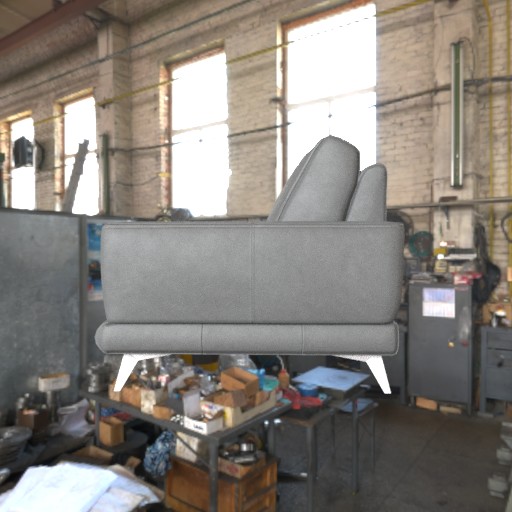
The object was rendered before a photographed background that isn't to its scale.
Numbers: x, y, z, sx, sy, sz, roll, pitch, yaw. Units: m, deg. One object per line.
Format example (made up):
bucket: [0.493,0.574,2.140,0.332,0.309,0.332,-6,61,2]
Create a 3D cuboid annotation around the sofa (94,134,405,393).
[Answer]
sofa: [0.000,0.000,2.297,1.018,0.907,1.806,0,0,1]
